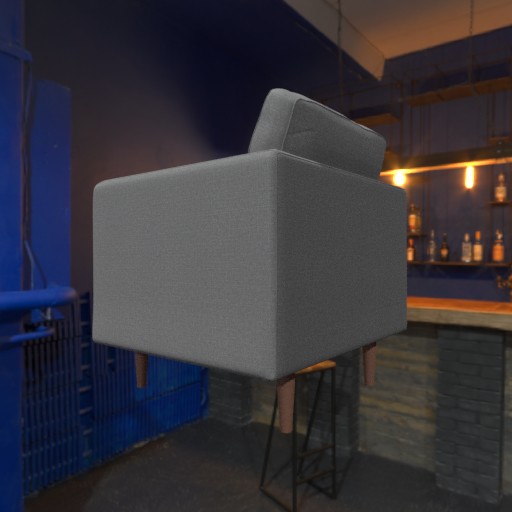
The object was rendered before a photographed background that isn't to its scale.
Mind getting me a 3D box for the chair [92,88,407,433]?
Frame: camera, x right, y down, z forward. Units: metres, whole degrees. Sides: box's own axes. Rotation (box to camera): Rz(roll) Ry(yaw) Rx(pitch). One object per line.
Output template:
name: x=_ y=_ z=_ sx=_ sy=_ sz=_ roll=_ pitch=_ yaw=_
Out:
chair: x=0.000 y=0.000 z=1.577 sx=0.800 sy=0.927 sz=0.854 roll=0 pitch=1 yaw=39
